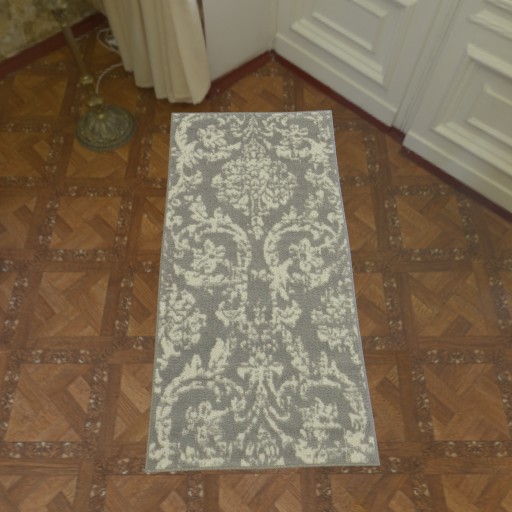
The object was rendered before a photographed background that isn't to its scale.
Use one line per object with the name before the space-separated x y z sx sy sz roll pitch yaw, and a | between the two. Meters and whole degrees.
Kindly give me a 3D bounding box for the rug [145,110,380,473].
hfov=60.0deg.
rug | 0.000 0.000 1.404 0.604 0.007 1.219 -1 64 -1
